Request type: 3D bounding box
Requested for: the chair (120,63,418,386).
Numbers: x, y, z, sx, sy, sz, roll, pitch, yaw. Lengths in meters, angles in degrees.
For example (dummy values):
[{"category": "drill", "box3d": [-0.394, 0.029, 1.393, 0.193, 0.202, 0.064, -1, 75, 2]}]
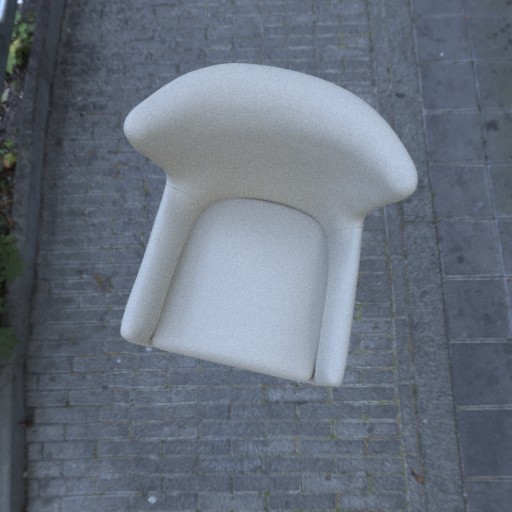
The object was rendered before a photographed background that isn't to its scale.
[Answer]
[{"category": "chair", "box3d": [0.000, 0.000, 1.388, 0.660, 0.952, 0.686, 12, 76, 3]}]
